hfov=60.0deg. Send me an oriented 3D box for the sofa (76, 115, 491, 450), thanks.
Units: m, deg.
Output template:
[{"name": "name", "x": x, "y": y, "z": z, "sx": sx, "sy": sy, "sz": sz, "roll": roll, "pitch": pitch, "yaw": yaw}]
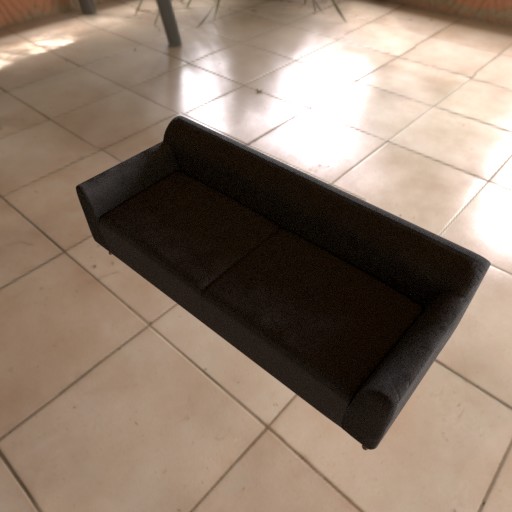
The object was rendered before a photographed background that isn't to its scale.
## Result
[{"name": "sofa", "x": 0.000, "y": 0.000, "z": 2.597, "sx": 2.190, "sy": 0.740, "sz": 0.900, "roll": 32, "pitch": 53, "yaw": 28}]
